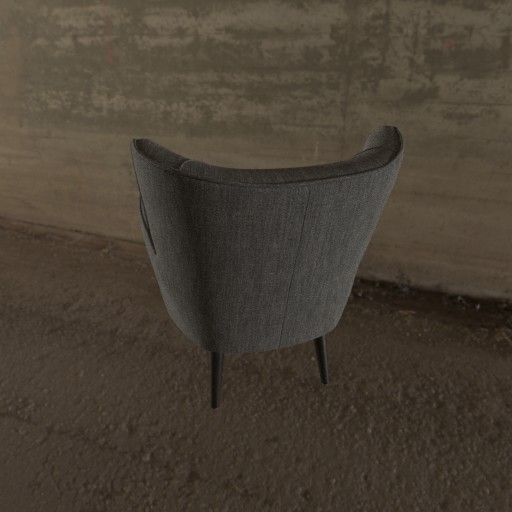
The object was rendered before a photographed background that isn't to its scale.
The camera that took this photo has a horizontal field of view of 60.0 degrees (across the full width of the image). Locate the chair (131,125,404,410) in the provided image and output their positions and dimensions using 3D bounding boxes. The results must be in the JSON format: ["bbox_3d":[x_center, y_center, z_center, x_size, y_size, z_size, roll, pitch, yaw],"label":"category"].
[{"bbox_3d":[0.000,0.000,1.590,0.781,0.933,0.888,-7,26,-15],"label":"chair"}]
